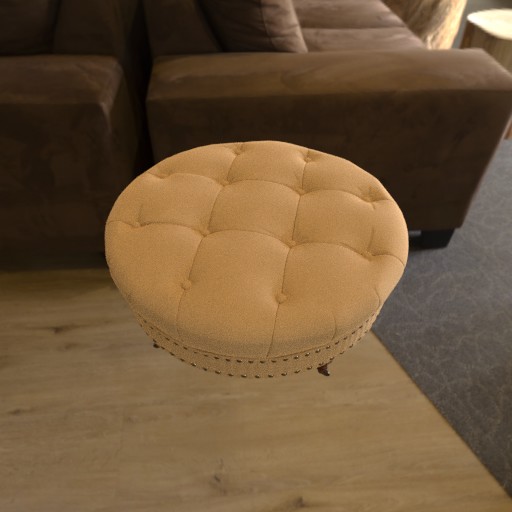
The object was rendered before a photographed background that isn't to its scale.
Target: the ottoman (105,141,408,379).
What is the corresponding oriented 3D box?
[{"bbox_3d":[0.000,0.000,1.451,0.901,0.439,0.901,0,45,0],"label":"ottoman"}]
